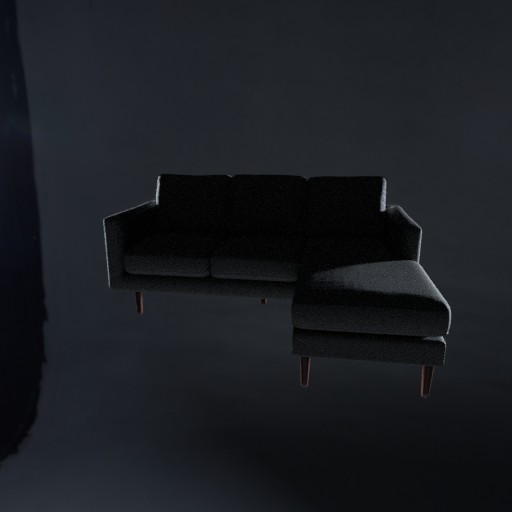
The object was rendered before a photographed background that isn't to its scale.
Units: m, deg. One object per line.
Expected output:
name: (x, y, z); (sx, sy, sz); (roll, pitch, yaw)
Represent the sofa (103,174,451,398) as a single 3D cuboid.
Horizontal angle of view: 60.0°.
sofa: (0.000, 0.000, 2.915); (2.055, 0.957, 1.667); (2, 15, 9)
